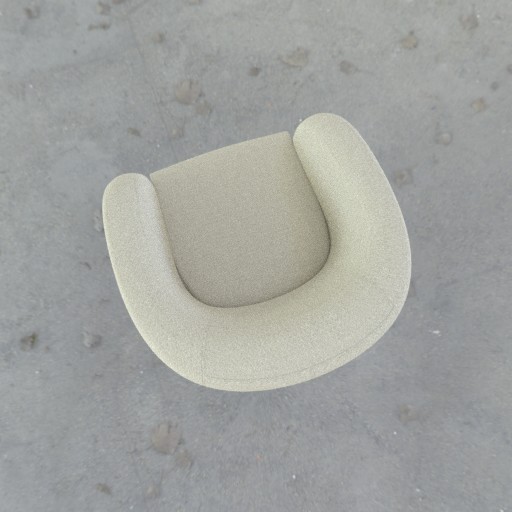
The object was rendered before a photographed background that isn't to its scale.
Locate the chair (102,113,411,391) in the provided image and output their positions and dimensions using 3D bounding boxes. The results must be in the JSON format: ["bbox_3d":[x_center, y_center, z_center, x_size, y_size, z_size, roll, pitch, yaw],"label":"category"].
[{"bbox_3d":[0.000,0.000,1.471,0.791,0.771,0.815,-19,76,-5],"label":"chair"}]
